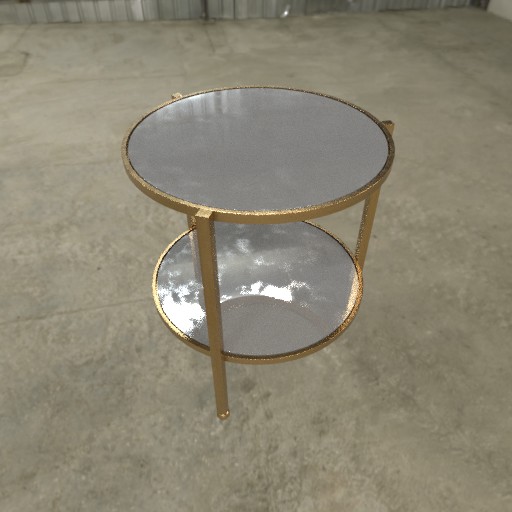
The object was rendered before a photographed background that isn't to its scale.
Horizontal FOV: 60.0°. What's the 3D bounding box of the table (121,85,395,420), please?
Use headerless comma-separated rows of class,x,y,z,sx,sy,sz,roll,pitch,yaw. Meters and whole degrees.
table,0.000,0.000,0.469,0.231,0.269,0.243,12,43,13
